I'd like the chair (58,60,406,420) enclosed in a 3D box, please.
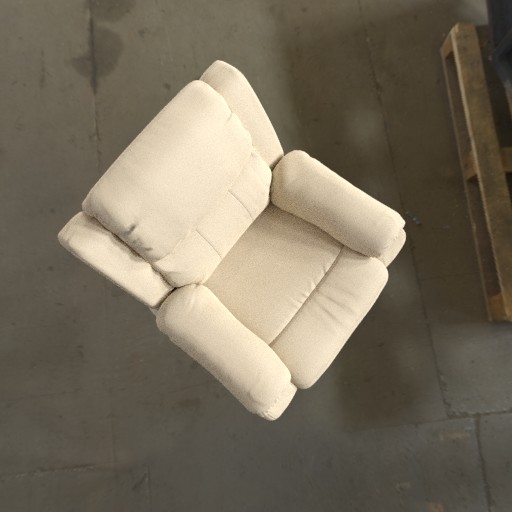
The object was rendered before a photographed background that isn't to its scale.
[{"bbox_3d":[0.000,0.000,1.263,0.709,0.702,0.680,37,80,8],"label":"chair"}]
